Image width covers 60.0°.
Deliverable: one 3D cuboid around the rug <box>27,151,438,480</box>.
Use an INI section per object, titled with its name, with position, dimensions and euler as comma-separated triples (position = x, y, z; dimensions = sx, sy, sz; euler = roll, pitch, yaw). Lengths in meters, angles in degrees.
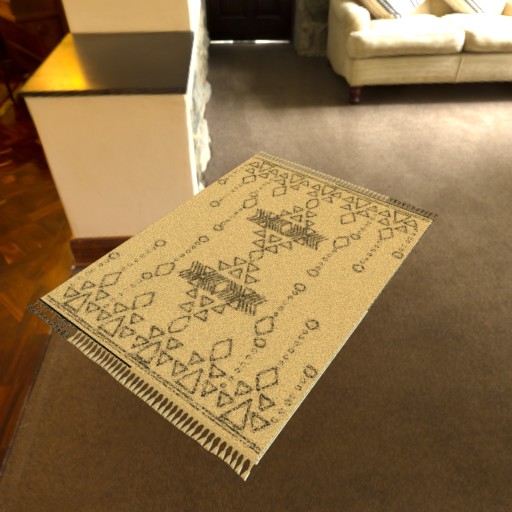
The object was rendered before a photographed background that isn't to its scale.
[rug]
position = 0.000, 0.000, 2.896
dimensions = 1.600, 0.013, 2.312
euler = 26, 48, 26
